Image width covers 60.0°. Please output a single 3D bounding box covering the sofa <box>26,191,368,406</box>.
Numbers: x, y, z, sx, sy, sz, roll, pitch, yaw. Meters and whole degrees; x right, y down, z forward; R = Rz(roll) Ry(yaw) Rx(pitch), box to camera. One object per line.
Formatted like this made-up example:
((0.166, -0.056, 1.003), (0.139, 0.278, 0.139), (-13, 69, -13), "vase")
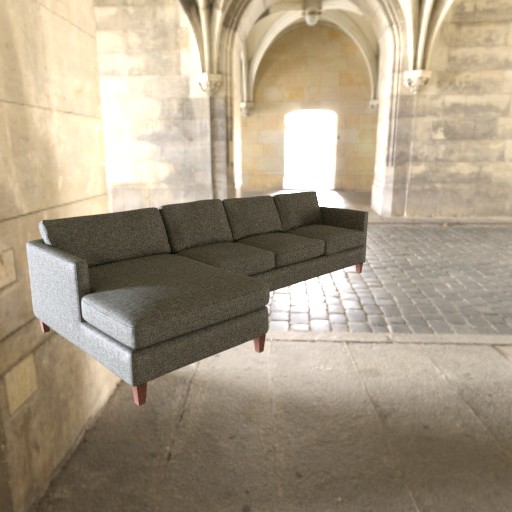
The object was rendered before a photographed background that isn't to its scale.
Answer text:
((0.000, 0.000, 4.098), (3.485, 0.960, 1.635), (-13, 19, -43), "sofa")
